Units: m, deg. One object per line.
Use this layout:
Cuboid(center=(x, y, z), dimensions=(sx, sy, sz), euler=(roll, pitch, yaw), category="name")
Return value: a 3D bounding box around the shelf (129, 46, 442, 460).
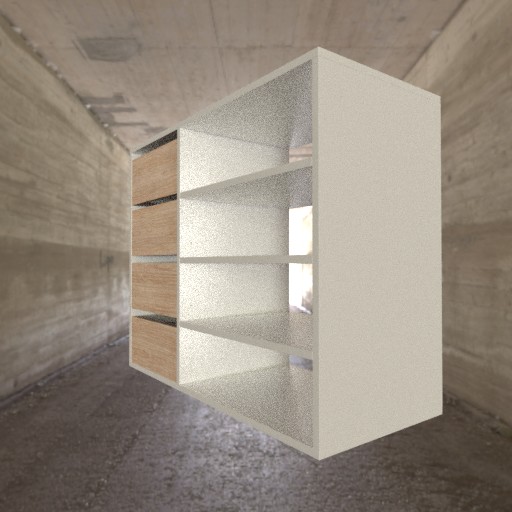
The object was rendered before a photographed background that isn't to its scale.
Cuboid(center=(0.000, 0.000, 1.259), dimensions=(0.396, 0.732, 0.895), euler=(1, -1, -37), category="shelf")
